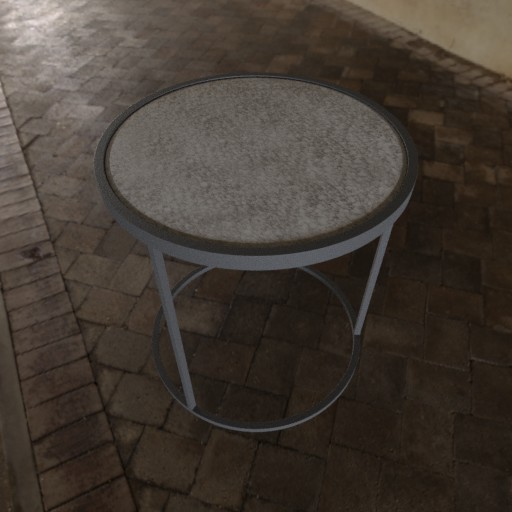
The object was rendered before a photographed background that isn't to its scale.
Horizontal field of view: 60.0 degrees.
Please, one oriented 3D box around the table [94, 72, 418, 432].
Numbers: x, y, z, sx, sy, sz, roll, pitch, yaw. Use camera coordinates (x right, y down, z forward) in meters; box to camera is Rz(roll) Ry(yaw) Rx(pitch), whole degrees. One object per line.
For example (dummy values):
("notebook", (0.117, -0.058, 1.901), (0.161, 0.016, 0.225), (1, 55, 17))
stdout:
("table", (0.000, 0.000, 0.841), (0.470, 0.498, 0.470), (0, 47, 0))
